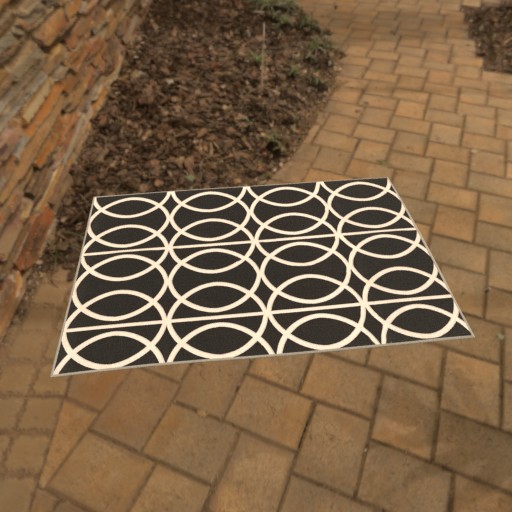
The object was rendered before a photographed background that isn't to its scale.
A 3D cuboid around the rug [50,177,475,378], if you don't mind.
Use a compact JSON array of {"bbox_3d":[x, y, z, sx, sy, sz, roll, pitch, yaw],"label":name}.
[{"bbox_3d":[0.000,0.000,2.892,2.294,0.014,1.528,-4,45,-4],"label":"rug"}]
